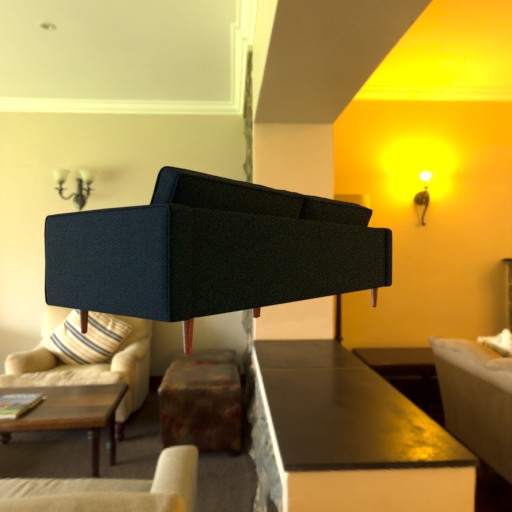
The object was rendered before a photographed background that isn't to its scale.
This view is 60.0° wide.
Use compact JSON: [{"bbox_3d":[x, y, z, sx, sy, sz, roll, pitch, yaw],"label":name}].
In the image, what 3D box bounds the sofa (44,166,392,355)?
[{"bbox_3d":[0.000,0.000,2.723,0.914,0.762,2.210,0,1,37],"label":"sofa"}]
